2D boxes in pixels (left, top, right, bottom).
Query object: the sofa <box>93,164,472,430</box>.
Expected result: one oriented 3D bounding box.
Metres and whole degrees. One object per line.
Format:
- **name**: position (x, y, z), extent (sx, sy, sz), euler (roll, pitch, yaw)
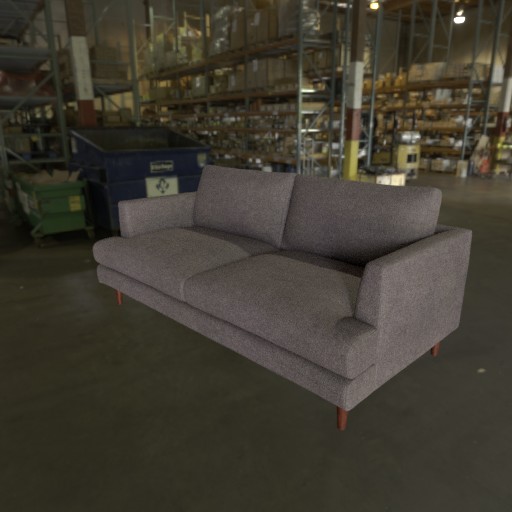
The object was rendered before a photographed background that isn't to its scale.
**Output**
- **sofa**: position (0.000, 0.000, 2.487), extent (1.020, 0.868, 1.948), euler (-16, 23, -42)
